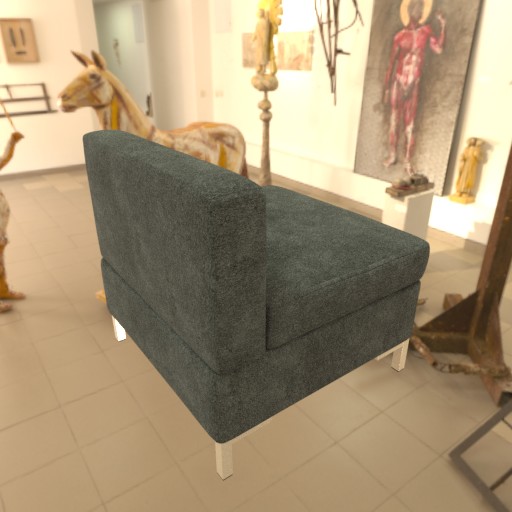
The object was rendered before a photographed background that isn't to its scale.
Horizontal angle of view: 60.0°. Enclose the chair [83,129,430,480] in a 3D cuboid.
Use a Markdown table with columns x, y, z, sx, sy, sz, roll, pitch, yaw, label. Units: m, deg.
| x | y | z | sx | sy | sz | roll | pitch | yaw | label |
| --- | --- | --- | --- | --- | --- | --- | --- | --- | --- |
| 0.000 | 0.000 | 1.228 | 0.680 | 0.660 | 0.680 | -17 | 30 | -32 | chair |
